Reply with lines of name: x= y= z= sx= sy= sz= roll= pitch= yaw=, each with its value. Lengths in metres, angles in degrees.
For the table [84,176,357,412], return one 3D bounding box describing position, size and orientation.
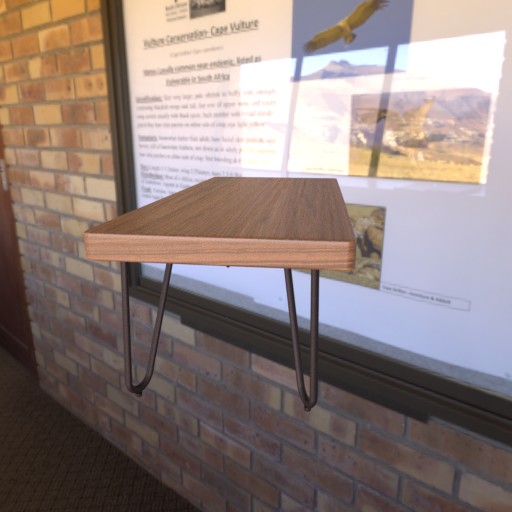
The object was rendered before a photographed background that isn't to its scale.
table: x=0.000 y=0.000 z=1.707 sx=0.637 sy=0.468 sz=1.375 roll=2 pitch=16 yaw=8
